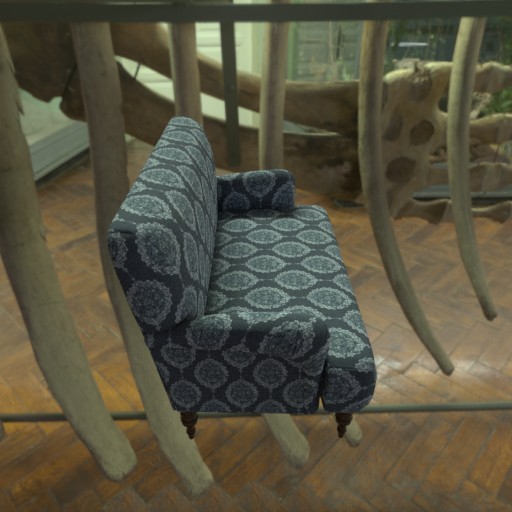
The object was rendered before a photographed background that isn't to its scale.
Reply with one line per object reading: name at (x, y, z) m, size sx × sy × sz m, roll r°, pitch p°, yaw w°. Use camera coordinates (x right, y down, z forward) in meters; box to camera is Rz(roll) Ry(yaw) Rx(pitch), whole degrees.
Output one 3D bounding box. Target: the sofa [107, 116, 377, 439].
sofa at (0.000, 0.000, 1.829) m, size 0.779 × 0.867 × 1.297 m, roll 0°, pitch 32°, yaw -1°
